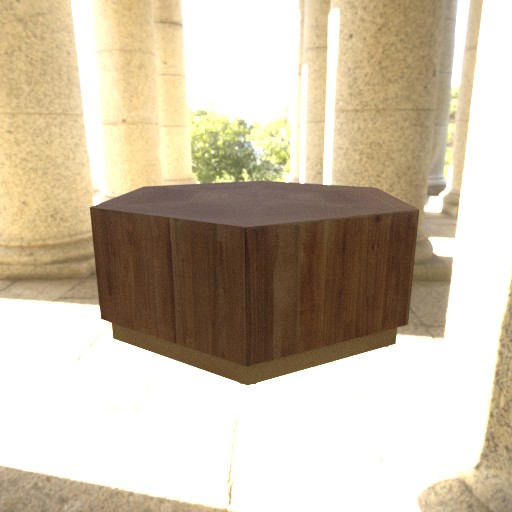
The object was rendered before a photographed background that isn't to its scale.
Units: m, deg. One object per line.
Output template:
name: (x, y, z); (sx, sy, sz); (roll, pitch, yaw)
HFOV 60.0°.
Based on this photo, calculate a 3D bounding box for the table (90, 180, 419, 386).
table: (0.000, 0.000, 1.680); (1.154, 0.456, 1.000); (-8, 17, -27)
